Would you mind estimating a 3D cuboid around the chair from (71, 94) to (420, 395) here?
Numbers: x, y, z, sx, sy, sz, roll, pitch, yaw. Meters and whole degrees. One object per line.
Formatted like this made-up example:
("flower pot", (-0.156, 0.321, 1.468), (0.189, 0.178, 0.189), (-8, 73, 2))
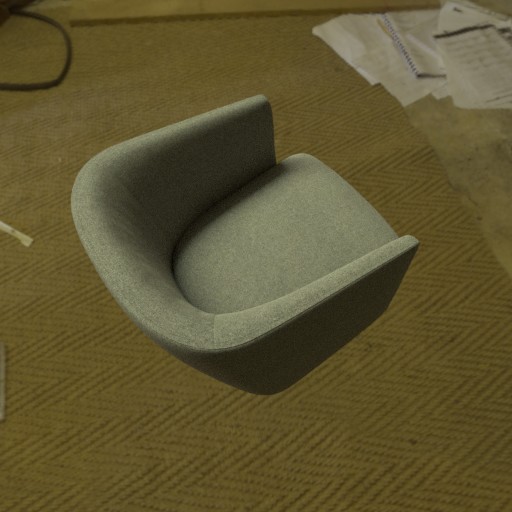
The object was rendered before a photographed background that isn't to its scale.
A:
("chair", (0.000, 0.000, 1.600), (0.986, 0.861, 0.822), (-30, 63, -17))
